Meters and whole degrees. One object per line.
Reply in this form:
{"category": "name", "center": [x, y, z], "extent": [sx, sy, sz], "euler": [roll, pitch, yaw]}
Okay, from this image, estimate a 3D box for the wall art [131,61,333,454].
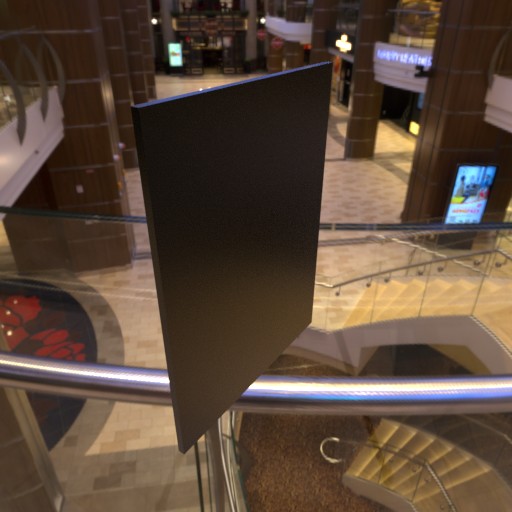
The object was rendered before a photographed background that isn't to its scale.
{"category": "wall art", "center": [0.000, 0.000, 0.775], "extent": [0.013, 0.582, 0.442], "euler": [20, 36, 30]}
